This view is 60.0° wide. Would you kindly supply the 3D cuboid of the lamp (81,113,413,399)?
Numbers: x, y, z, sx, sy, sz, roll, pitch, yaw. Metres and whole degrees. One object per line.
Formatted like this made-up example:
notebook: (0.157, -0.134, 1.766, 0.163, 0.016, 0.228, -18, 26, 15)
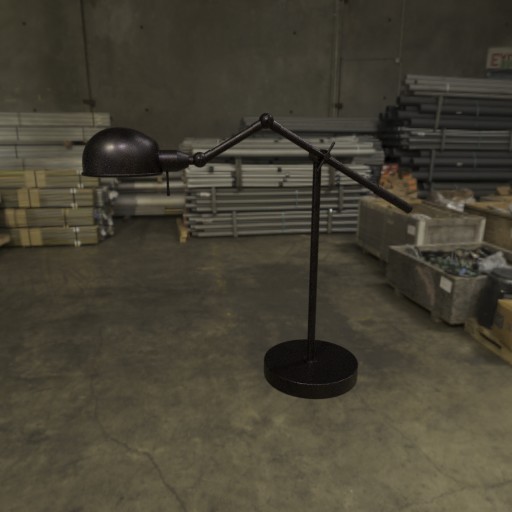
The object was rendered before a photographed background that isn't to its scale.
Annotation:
lamp: (0.000, 0.000, 0.809, 0.567, 0.495, 0.185, -2, 15, -8)
